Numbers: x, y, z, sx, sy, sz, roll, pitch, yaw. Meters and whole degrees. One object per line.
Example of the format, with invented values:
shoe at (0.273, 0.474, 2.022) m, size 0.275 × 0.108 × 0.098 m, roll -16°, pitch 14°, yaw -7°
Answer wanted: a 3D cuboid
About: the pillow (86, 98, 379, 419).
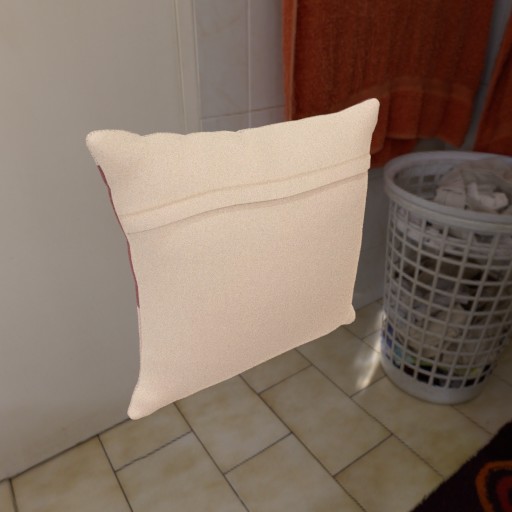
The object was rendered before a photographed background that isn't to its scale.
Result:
pillow at (0.000, 0.000, 0.787) m, size 0.536 × 0.506 × 0.229 m, roll -18°, pitch 35°, yaw -28°
